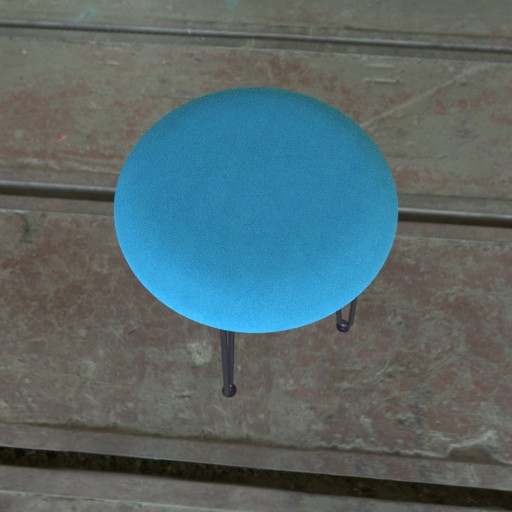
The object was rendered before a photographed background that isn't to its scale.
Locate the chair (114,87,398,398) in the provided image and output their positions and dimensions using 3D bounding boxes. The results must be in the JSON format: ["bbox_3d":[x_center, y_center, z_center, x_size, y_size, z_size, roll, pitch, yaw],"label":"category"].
[{"bbox_3d":[0.000,0.000,0.707,0.350,0.430,0.350,-38,70,-17],"label":"chair"}]
